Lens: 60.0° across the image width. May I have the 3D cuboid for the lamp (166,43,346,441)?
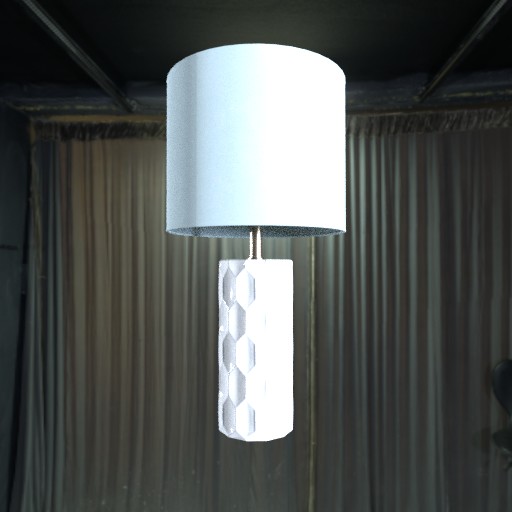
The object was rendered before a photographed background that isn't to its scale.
[{"bbox_3d":[0.000,0.000,0.696,0.277,0.534,0.277,0,-1,-1],"label":"lamp"}]
